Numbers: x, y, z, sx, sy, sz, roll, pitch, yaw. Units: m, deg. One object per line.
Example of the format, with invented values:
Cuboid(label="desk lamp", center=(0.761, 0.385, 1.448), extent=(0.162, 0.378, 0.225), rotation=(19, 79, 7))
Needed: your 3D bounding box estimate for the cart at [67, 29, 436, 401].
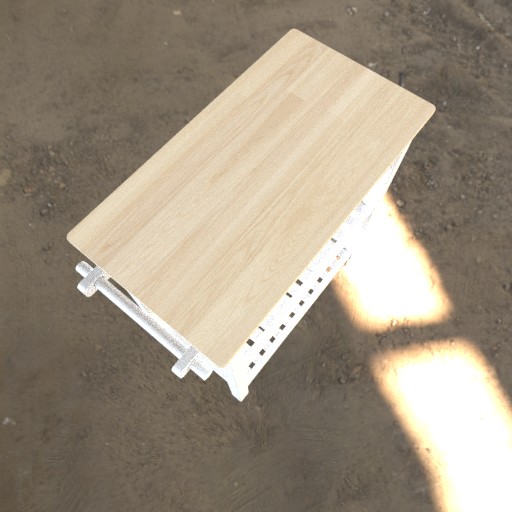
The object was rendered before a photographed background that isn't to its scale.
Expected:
Cuboid(label="cart", center=(0.000, 0.000, 1.460), extent=(0.457, 0.927, 0.899), rotation=(36, 71, 15))
